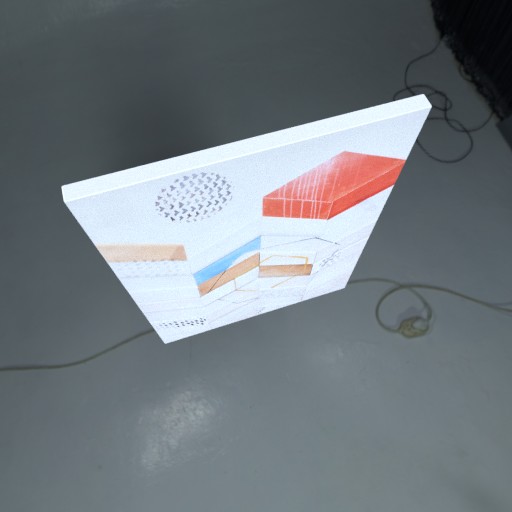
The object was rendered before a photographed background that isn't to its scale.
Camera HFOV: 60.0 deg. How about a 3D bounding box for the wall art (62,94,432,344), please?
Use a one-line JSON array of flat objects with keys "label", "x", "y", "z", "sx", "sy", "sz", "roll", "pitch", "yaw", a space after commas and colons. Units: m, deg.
[{"label": "wall art", "x": 0.000, "y": 0.000, "z": 1.606, "sx": 0.914, "sy": 1.221, "sz": 0.046, "roll": -16, "pitch": 65, "yaw": -8}]
